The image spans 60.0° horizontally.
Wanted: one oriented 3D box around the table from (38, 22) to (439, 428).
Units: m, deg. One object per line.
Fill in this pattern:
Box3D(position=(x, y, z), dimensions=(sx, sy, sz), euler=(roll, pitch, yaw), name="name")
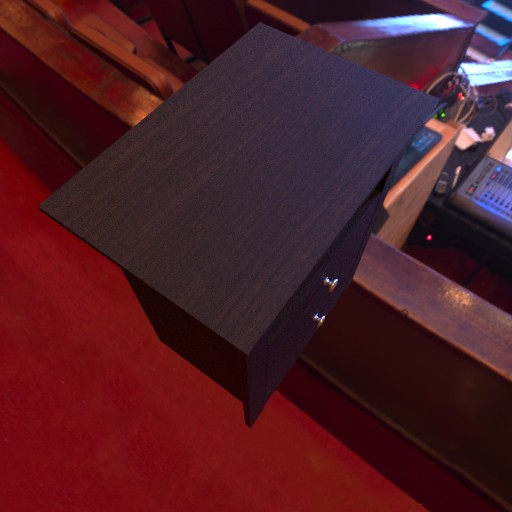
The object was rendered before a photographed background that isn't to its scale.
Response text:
Box3D(position=(0.000, 0.000, 1.052), dimensions=(0.406, 0.711, 0.591), euler=(32, 64, 17), name="table")
